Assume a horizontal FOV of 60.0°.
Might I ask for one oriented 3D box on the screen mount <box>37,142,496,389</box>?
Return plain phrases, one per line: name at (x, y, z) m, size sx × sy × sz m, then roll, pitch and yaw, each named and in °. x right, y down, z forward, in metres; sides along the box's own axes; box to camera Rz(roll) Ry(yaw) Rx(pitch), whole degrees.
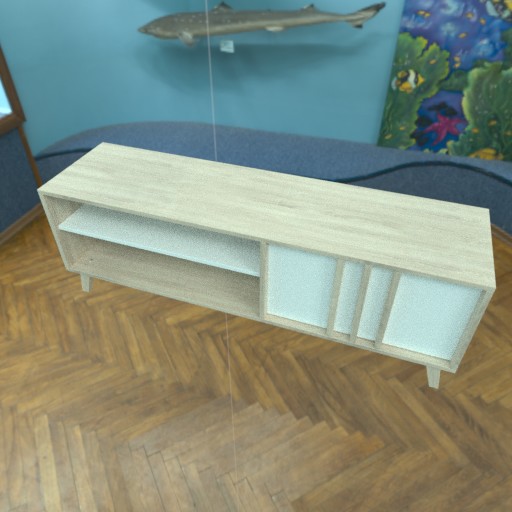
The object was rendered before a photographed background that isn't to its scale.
screen mount at (0.000, 0.000, 1.682) m, size 1.500 × 0.510 × 0.400 m, roll 13°, pitch 42°, yaw 15°
